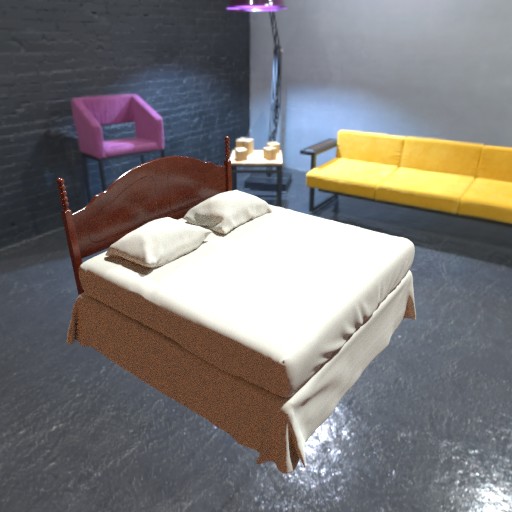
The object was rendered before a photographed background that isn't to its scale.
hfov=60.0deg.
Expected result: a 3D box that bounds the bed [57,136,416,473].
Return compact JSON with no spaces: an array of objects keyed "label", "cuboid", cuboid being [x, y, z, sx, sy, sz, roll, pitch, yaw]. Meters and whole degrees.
[{"label":"bed","cuboid":[0.000,0.000,3.590,2.219,1.355,2.322,19,32,33]}]
